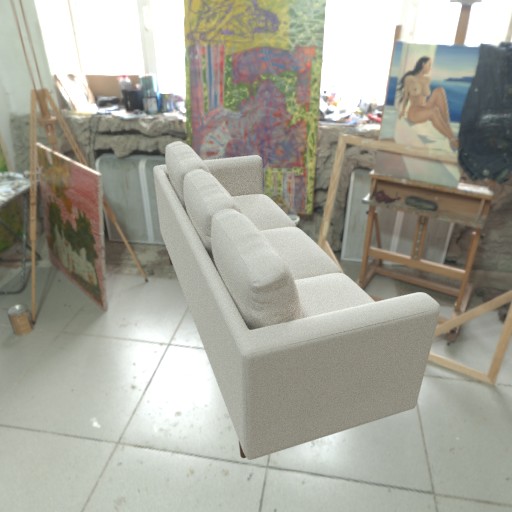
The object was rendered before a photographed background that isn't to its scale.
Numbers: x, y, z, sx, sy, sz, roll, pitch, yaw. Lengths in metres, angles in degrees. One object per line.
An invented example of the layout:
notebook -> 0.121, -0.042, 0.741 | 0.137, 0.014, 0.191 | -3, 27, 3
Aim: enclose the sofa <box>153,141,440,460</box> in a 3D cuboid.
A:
sofa -> 0.000, 0.000, 2.470 | 0.802, 0.912, 2.029 | -10, 31, -17
